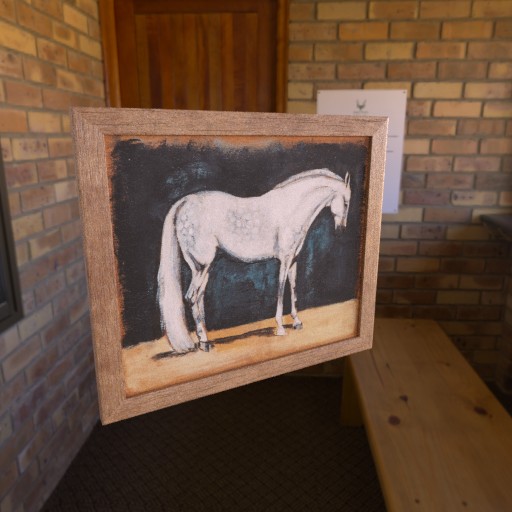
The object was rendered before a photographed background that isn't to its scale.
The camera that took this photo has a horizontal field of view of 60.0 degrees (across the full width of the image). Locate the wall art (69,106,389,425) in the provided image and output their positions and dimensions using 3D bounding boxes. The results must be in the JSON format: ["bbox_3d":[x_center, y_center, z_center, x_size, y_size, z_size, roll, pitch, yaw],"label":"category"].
[{"bbox_3d":[0.000,0.000,0.954,0.690,0.588,0.026,-8,17,-28],"label":"wall art"}]
